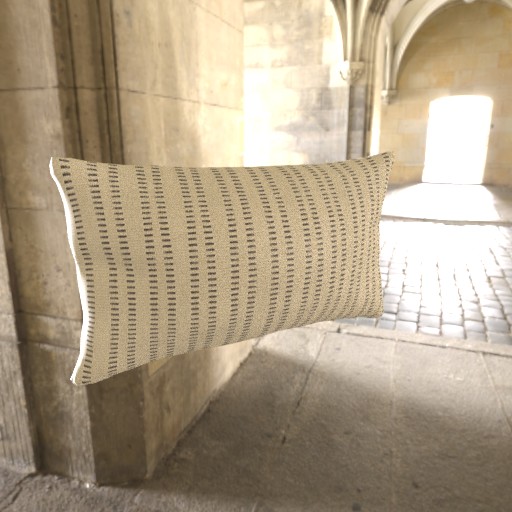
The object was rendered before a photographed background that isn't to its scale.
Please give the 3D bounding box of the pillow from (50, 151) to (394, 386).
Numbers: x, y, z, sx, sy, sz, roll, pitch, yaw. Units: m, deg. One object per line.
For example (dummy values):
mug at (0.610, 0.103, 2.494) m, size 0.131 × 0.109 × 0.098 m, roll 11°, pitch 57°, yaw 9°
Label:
pillow at (0.000, 0.000, 0.784) m, size 0.640 × 0.353 × 0.210 m, roll -8°, pitch 16°, yaw -27°
